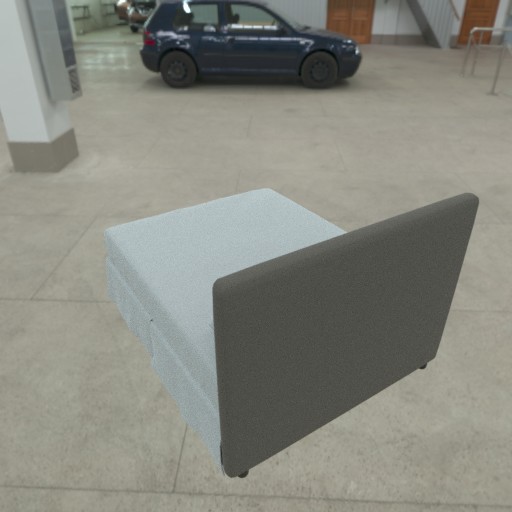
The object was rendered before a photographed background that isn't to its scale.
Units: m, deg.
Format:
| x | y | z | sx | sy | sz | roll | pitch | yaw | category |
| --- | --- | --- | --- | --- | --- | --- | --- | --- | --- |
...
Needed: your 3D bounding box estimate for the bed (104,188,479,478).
| x | y | z | sx | sy | sz | roll | pitch | yaw | category |
| --- | --- | --- | --- | --- | --- | --- | --- | --- | --- |
| 0.000 | 0.000 | 3.193 | 1.748 | 1.330 | 2.142 | -19 | 36 | -28 | bed |
